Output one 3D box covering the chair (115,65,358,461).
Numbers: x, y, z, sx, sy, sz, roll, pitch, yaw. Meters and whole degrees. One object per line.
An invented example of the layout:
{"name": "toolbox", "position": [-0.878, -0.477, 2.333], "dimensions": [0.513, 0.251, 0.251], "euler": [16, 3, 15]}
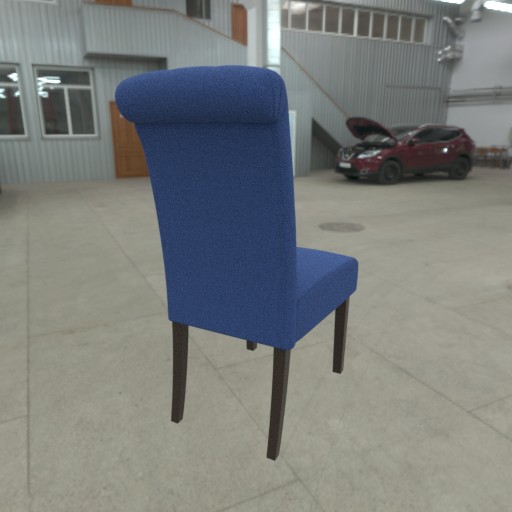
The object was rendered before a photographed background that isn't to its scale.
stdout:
{"name": "chair", "position": [0.000, 0.000, 1.345], "dimensions": [0.456, 1.006, 0.671], "euler": [9, 19, 27]}
